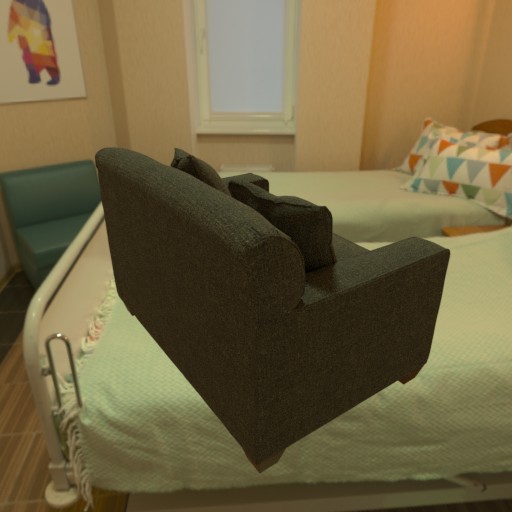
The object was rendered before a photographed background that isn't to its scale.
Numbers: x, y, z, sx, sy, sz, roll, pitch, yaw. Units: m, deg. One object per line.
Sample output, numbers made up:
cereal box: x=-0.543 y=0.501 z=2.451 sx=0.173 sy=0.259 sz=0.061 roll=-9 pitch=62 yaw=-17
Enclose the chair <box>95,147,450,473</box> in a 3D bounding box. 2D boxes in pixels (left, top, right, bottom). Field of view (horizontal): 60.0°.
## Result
chair: x=0.000 y=0.000 z=2.075 sx=1.000 sy=0.948 sz=1.383 roll=-17 pitch=30 yaw=-31
